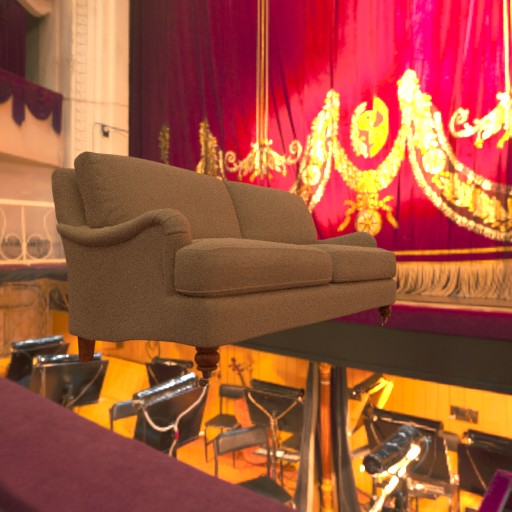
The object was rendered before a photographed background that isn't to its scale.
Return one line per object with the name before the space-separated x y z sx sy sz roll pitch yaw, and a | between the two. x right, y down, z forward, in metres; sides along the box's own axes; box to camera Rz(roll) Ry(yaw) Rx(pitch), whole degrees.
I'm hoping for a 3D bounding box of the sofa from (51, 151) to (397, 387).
sofa | 0.000 0.000 2.662 1.091 0.997 2.070 0 0 36
